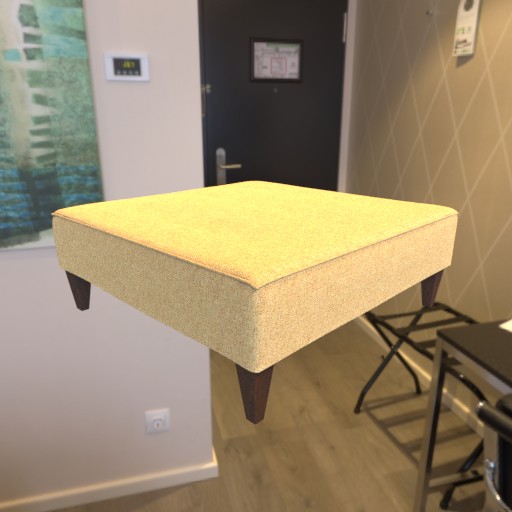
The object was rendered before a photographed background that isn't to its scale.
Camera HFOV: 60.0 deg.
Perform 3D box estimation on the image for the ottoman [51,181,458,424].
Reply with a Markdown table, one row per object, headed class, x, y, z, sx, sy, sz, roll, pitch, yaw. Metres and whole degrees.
| class | x | y | z | sx | sy | sz | roll | pitch | yaw |
| --- | --- | --- | --- | --- | --- | --- | --- | --- | --- |
| ottoman | 0.000 | 0.000 | 1.517 | 0.970 | 0.378 | 0.981 | 16 | 24 | 42 |
